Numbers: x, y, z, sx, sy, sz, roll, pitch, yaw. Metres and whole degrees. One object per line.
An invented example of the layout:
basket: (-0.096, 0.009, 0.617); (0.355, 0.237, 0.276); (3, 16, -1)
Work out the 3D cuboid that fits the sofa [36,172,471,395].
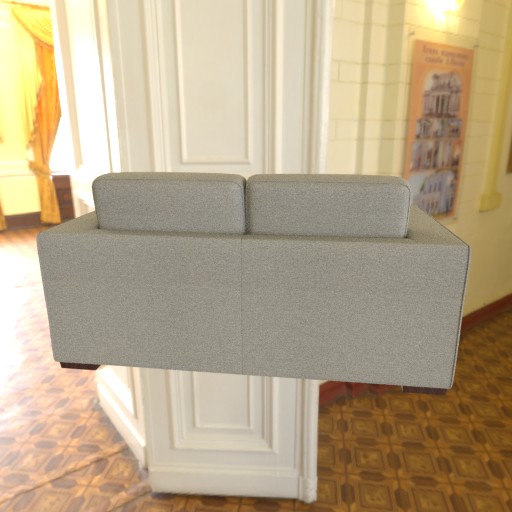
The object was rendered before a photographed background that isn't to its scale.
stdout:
sofa: (0.000, 0.000, 2.356); (1.812, 0.924, 1.007); (2, 16, 7)
